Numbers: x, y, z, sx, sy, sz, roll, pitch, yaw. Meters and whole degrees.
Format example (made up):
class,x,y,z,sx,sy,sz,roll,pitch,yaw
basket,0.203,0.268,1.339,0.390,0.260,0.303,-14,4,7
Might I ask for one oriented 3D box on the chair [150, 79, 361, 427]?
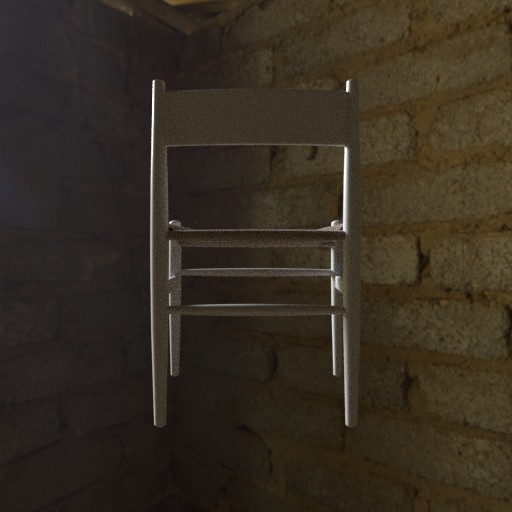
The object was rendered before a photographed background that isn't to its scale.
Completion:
class,x,y,z,sx,sy,sz,roll,pitch,yaw
chair,0.000,0.000,1.187,0.556,0.762,0.495,0,-1,0
